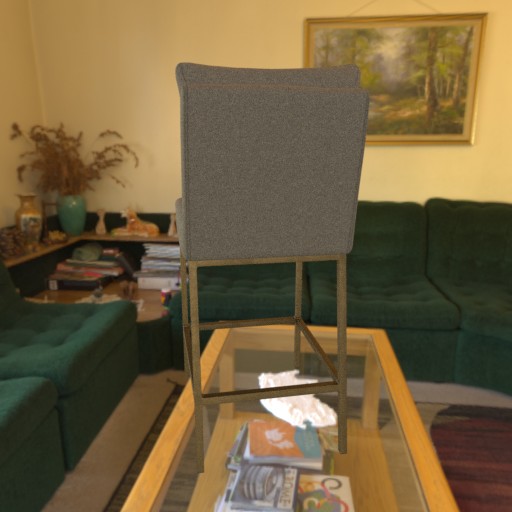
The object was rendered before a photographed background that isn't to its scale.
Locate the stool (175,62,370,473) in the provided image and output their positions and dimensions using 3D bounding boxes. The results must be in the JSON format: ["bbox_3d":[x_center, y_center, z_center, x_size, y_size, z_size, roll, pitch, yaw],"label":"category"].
[{"bbox_3d":[0.000,0.000,1.336,0.463,1.030,0.569,-3,14,-10],"label":"stool"}]
